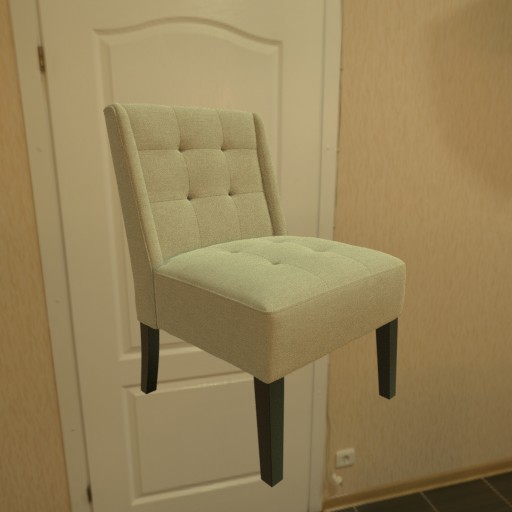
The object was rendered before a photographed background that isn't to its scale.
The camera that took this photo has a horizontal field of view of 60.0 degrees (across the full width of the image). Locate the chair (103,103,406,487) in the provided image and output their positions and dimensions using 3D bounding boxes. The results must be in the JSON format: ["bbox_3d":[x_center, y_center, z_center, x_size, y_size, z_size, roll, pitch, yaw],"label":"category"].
[{"bbox_3d":[0.000,0.000,1.281,0.569,0.853,0.676,-13,19,-42],"label":"chair"}]
